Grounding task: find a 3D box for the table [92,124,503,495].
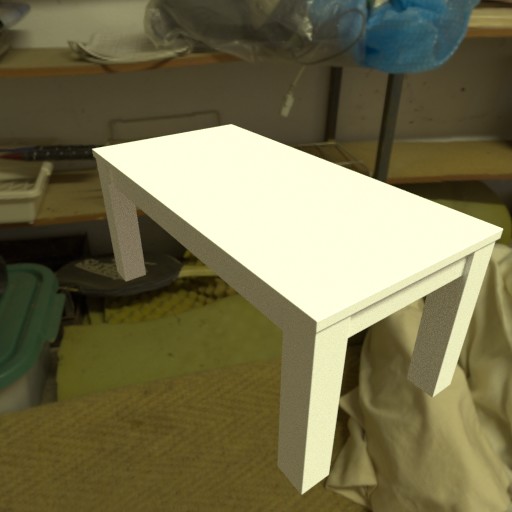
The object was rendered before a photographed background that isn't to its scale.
[{"bbox_3d":[0.000,0.000,2.199,0.900,0.790,1.800,-20,36,-30],"label":"table"}]
